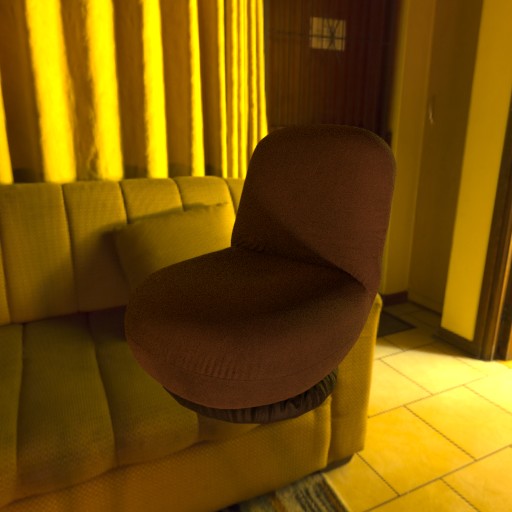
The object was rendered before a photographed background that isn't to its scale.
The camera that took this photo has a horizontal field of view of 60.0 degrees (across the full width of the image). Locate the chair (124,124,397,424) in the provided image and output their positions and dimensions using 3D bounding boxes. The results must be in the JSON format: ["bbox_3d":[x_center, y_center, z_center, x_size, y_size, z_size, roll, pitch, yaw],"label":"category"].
[{"bbox_3d":[0.000,0.000,1.041,0.521,0.594,0.597,15,22,42],"label":"chair"}]
